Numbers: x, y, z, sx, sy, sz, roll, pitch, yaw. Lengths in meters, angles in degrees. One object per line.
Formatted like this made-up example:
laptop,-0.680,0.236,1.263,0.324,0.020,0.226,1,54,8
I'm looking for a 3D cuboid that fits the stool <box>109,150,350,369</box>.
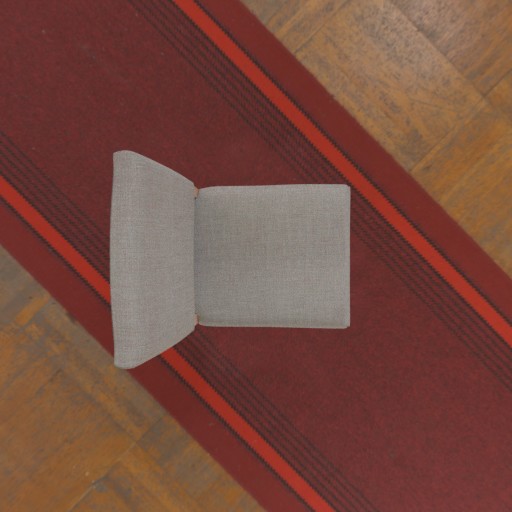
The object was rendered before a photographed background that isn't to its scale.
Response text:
stool,0.000,0.000,1.474,0.585,1.203,0.445,0,91,0
